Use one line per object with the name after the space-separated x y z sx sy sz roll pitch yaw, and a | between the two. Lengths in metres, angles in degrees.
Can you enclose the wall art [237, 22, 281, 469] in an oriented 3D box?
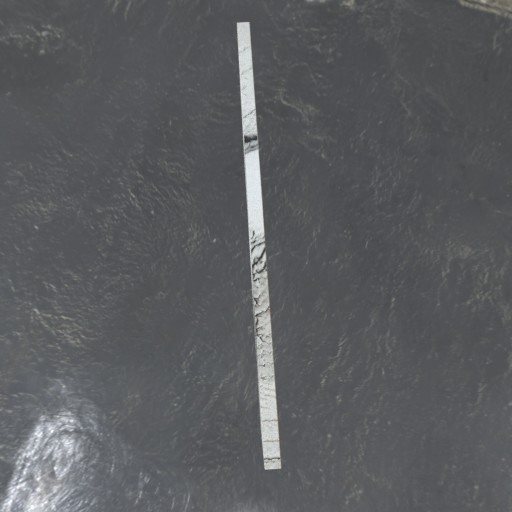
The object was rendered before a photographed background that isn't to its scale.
0.000 0.000 1.444 0.035 0.758 1.141 -3 74 -1 | wall art
